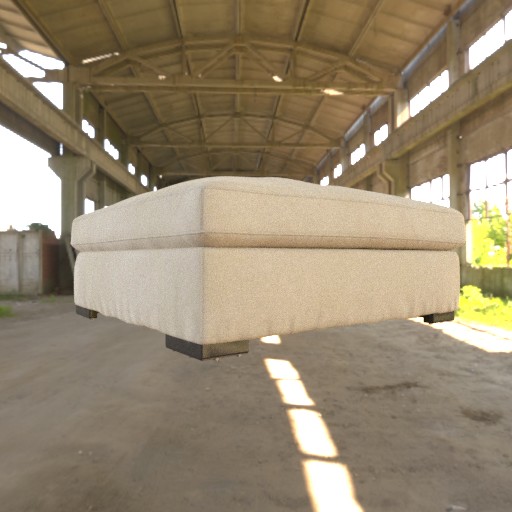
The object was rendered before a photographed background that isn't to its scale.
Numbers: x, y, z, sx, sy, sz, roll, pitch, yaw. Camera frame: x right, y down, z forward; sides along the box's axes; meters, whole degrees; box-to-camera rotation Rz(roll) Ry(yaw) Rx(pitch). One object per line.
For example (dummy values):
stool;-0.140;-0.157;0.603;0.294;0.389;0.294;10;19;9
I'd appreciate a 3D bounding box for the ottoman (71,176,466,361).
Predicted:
ottoman;0.000;0.000;1.849;1.205;0.522;1.190;0;0;-37
